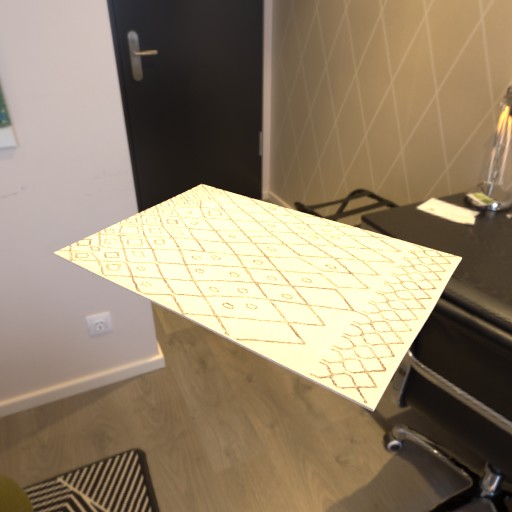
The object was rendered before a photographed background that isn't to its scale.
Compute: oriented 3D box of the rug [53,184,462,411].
[{"bbox_3d":[0.000,0.000,2.379,1.828,0.015,1.222,20,36,30],"label":"rug"}]
